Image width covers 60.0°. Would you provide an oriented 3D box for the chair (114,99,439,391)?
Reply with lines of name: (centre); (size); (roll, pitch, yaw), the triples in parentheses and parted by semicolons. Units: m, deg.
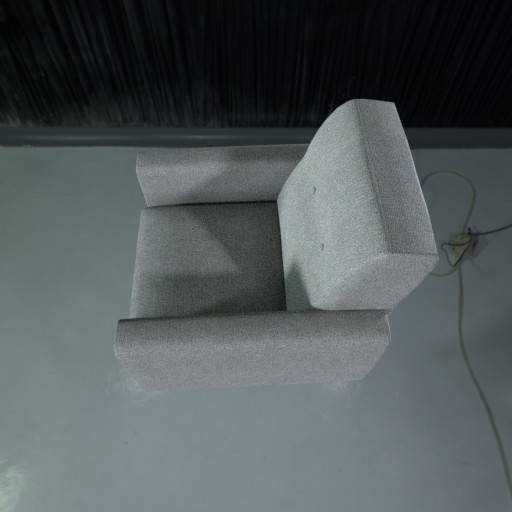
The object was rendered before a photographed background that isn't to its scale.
chair: (0.000, 0.000, 1.671); (0.942, 0.968, 0.845); (-2, 60, -1)
